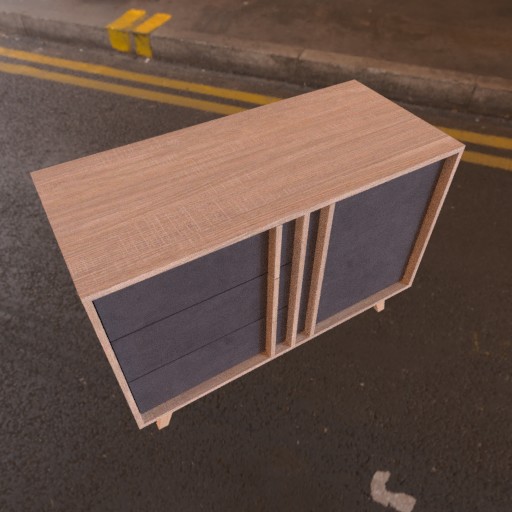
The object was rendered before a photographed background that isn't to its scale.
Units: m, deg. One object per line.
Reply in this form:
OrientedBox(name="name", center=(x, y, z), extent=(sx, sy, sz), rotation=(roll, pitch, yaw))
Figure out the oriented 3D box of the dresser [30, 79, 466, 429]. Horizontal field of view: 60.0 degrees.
OrientedBox(name="dresser", center=(0.000, 0.000, 1.512), extent=(1.110, 0.780, 0.500), rotation=(-23, 50, -21))
